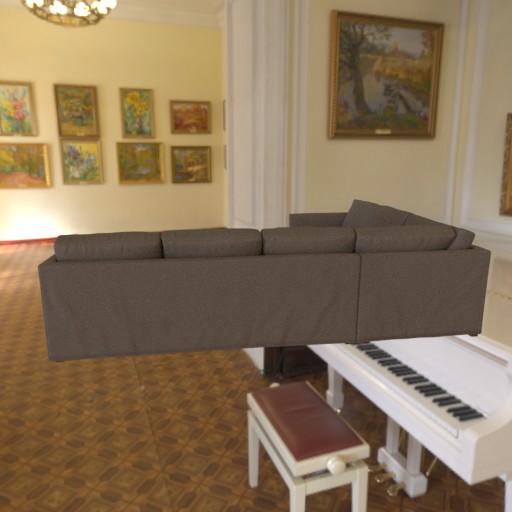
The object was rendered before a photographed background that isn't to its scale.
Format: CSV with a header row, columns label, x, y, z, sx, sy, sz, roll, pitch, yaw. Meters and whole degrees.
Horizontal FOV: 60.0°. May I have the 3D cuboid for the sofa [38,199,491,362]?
label,x,y,z,sx,sy,sz,roll,pitch,yaw
sofa,0.000,0.000,4.254,3.182,0.871,2.432,-2,13,-8
